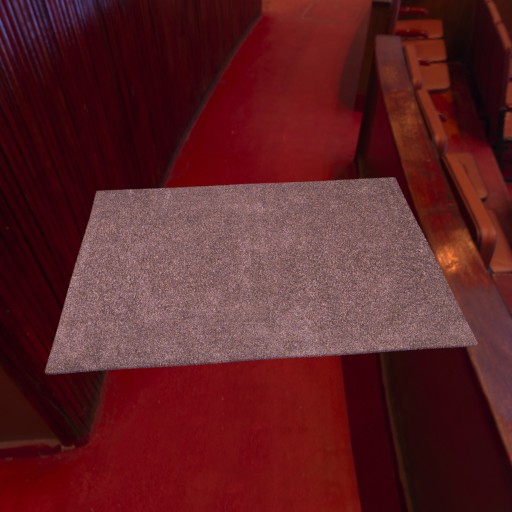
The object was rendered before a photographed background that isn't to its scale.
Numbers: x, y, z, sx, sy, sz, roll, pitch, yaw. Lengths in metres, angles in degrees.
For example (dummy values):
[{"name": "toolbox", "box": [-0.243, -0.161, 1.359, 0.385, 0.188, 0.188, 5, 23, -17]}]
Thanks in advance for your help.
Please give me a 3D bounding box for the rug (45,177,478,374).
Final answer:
[{"name": "rug", "box": [0.000, 0.000, 3.380, 2.699, 0.026, 1.802, -3, 46, -3]}]
